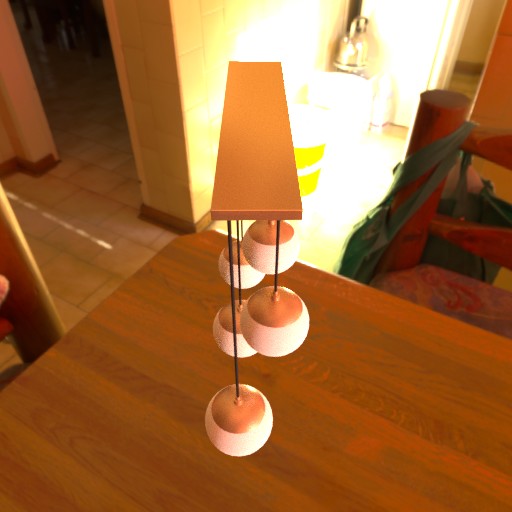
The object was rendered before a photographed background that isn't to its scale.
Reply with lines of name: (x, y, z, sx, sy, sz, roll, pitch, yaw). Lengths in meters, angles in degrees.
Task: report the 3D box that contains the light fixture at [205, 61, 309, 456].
light fixture: (0.000, 0.000, 1.316, 0.299, 0.869, 0.863, 0, 41, 0)
